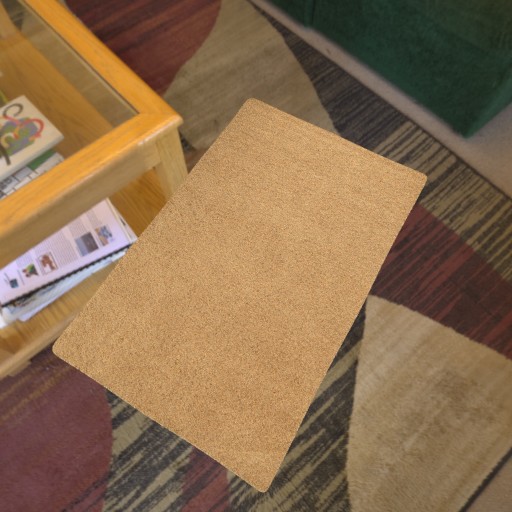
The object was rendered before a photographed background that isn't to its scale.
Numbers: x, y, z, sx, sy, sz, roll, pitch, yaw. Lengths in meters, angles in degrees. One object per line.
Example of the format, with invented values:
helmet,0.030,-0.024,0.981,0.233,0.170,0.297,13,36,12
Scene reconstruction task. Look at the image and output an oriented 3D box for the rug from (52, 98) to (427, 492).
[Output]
rug,0.000,0.000,2.932,1.500,0.025,2.349,28,68,12
